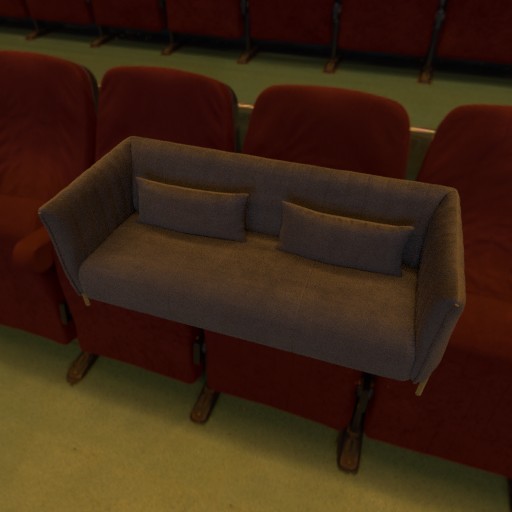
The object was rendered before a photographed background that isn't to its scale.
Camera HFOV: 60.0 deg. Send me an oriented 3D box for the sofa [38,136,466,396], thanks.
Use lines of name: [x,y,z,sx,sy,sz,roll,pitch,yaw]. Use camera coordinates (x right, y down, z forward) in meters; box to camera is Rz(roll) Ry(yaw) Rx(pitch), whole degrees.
sofa: [0.000,0.000,2.420,1.980,0.780,0.876,12,43,14]
